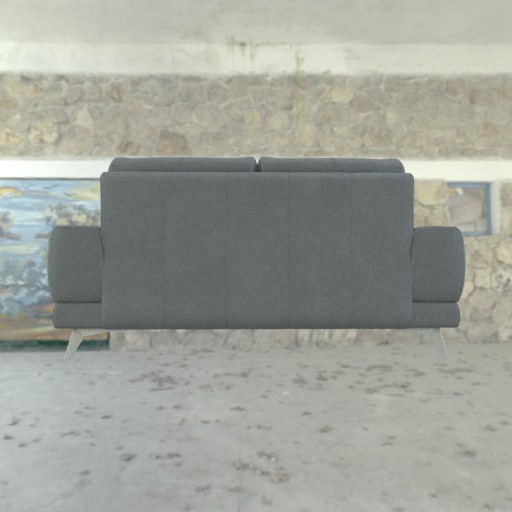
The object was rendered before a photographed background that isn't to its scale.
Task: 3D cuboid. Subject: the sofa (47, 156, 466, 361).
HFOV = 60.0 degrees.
[{"bbox_3d":[0.000,0.000,2.357,1.806,0.907,1.018,0,-1,-1],"label":"sofa"}]
